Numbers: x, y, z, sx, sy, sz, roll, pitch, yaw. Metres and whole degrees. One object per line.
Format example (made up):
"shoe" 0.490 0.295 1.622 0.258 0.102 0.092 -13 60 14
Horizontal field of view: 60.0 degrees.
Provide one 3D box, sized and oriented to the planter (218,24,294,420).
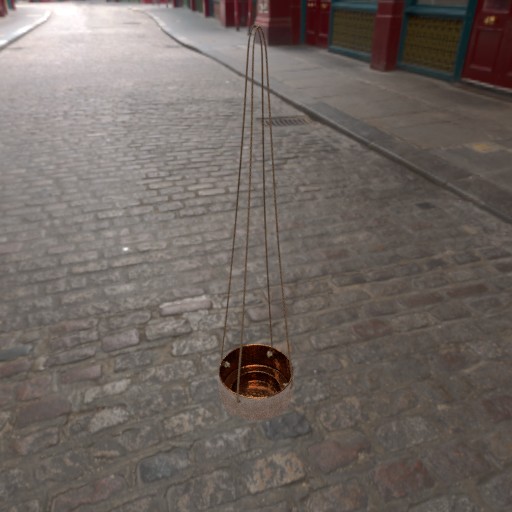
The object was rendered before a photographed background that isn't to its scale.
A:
"planter" 0.000 0.000 1.111 0.223 1.030 0.223 -10 32 -17
